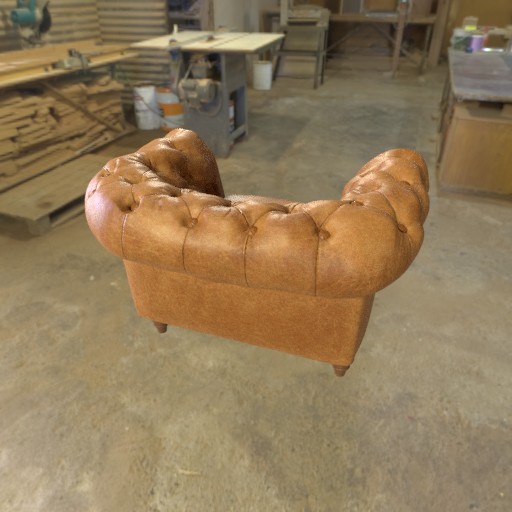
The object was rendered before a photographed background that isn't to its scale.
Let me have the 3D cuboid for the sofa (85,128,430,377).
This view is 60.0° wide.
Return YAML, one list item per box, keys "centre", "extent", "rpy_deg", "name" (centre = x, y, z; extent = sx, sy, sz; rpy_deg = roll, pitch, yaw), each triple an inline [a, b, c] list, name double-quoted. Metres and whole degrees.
- centre: [0.000, 0.000, 2.052]
  extent: [1.405, 0.878, 1.033]
  rpy_deg: [10, 33, 16]
  name: "sofa"
